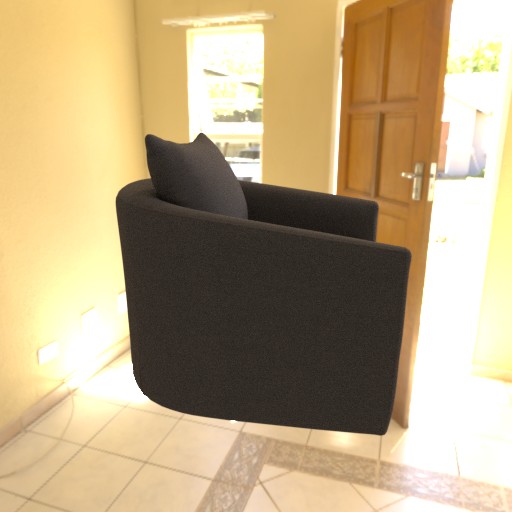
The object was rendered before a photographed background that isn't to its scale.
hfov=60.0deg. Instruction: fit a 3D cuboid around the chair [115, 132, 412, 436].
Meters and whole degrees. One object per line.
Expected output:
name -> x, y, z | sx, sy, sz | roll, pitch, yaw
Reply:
chair -> 0.000, 0.000, 1.580 | 0.910, 0.848, 0.845 | 2, 16, 9
